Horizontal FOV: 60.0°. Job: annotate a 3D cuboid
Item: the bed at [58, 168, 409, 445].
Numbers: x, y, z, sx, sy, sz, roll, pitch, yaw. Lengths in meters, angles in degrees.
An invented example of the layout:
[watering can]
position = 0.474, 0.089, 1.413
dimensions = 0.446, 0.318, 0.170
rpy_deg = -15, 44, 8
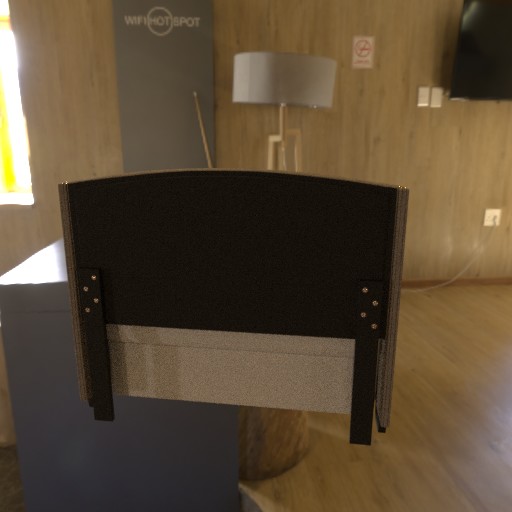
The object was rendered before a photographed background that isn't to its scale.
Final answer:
[bed]
position = 0.000, 0.000, 3.306
dimensions = 1.710, 1.407, 2.237
rpy_deg = 2, 15, 8
